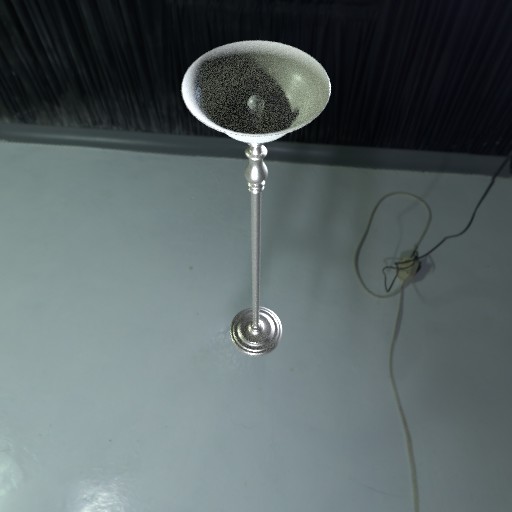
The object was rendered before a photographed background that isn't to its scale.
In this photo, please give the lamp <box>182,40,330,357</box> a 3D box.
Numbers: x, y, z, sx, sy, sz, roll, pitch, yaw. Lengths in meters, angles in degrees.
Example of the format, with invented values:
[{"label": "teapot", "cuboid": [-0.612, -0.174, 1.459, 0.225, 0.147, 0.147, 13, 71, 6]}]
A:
[{"label": "lamp", "cuboid": [0.000, 0.000, 1.961, 0.405, 1.771, 0.405, 1, 58, 1]}]
